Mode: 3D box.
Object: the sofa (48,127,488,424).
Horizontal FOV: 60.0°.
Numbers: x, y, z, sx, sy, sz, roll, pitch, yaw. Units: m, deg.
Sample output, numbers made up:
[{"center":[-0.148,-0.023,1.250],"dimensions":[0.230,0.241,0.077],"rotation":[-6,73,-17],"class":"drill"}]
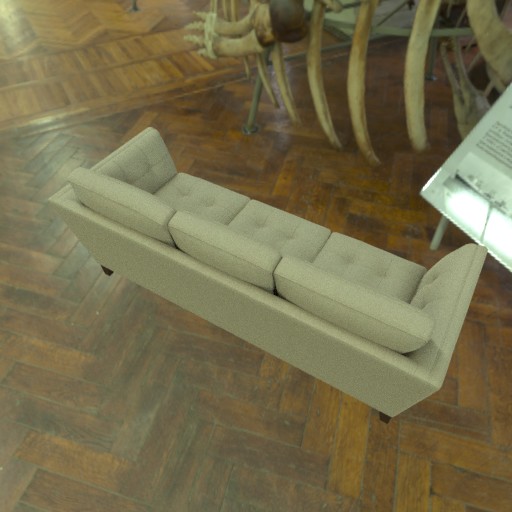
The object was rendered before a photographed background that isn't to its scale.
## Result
[{"center":[0.000,0.000,2.769],"dimensions":[2.388,0.940,0.965],"rotation":[24,52,20],"class":"sofa"}]
